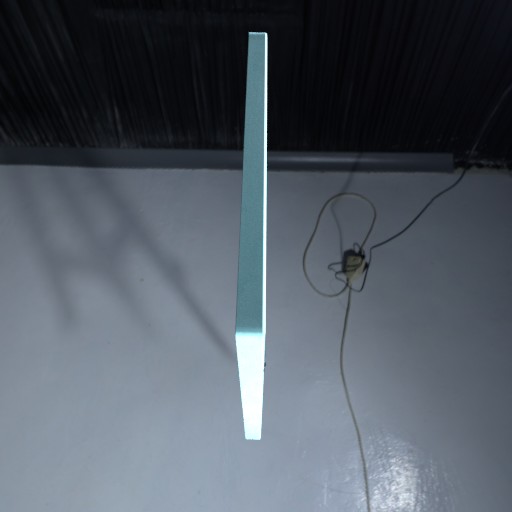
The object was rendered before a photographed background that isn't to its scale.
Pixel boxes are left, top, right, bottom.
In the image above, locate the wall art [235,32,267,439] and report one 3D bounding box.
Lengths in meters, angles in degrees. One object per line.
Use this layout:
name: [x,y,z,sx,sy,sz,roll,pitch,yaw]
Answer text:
wall art: [0.000,0.000,1.626,0.070,1.073,1.071,1,57,0]
